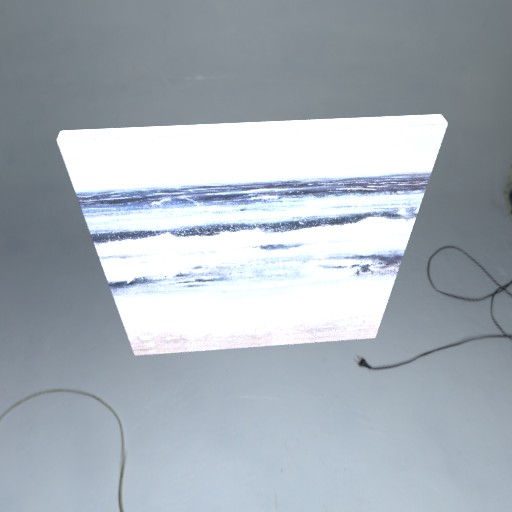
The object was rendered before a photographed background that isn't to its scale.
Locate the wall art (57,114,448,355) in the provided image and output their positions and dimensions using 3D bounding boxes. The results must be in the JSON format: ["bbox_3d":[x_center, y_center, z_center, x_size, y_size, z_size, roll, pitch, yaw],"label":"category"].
[{"bbox_3d":[0.000,0.000,1.138,0.755,0.747,0.065,-4,46,-3],"label":"wall art"}]
